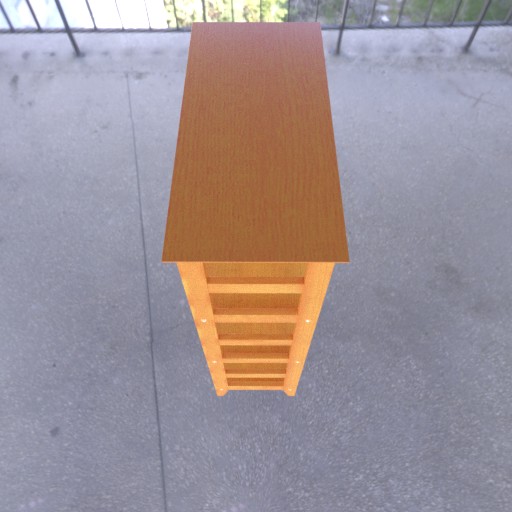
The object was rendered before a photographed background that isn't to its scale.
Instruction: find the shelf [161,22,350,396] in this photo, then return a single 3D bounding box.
[{"bbox_3d":[0.000,0.000,1.344,0.305,1.067,0.660,0,59,0],"label":"shelf"}]
